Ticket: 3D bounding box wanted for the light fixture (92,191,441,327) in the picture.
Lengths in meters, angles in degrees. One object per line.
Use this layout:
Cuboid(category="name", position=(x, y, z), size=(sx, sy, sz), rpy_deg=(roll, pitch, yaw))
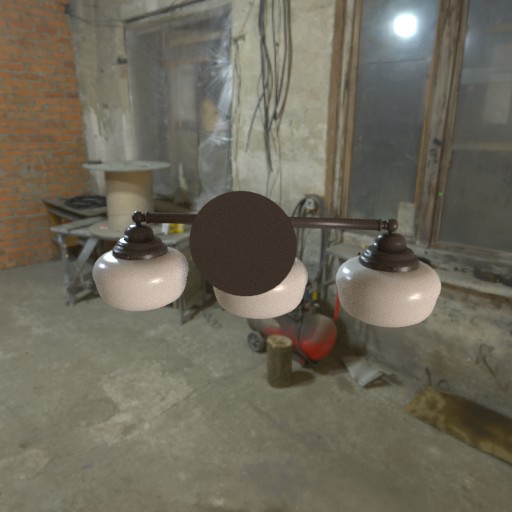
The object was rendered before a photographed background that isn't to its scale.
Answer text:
Cuboid(category="light fixture", position=(0.000, 0.000, 0.710), size=(0.587, 0.242, 0.239), rpy_deg=(2, 17, 8))
